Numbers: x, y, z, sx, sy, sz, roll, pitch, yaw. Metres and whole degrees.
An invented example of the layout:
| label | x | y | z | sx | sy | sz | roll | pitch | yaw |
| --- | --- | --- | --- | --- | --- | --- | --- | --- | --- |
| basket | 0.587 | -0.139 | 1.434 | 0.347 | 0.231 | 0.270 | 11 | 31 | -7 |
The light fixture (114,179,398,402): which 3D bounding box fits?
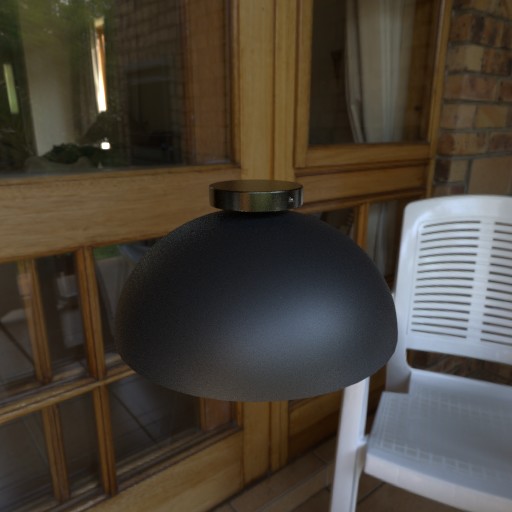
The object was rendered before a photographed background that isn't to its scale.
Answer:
| label | x | y | z | sx | sy | sz | roll | pitch | yaw |
| --- | --- | --- | --- | --- | --- | --- | --- | --- | --- |
| light fixture | 0.000 | 0.000 | 0.555 | 0.355 | 0.177 | 0.355 | 0 | 17 | 0 |
